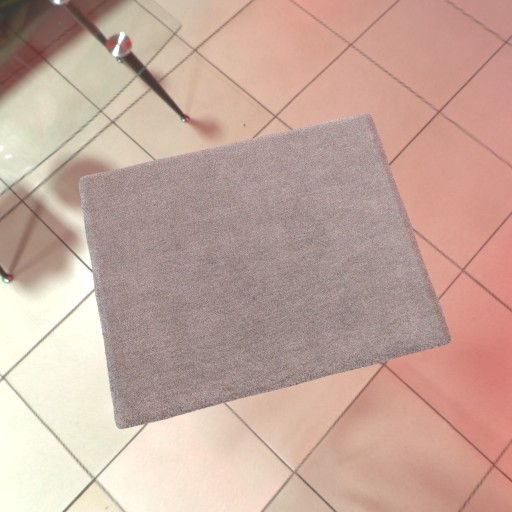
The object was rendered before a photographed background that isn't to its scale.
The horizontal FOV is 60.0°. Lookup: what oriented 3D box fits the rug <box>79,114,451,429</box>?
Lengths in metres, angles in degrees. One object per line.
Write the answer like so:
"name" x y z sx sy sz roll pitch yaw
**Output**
"rug" 0.000 0.000 3.994 2.933 0.027 2.332 -14 75 -4
